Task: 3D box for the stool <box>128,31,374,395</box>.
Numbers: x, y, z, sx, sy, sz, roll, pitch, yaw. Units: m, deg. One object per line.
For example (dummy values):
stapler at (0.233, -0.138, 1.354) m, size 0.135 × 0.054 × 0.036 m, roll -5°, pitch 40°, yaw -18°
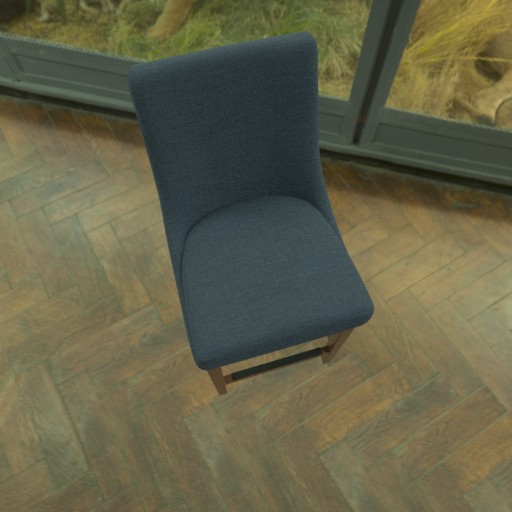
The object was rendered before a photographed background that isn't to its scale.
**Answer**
stool at (0.000, 0.000, 1.266) m, size 0.470 × 0.981 × 0.577 m, roll -15°, pitch 64°, yaw -7°
